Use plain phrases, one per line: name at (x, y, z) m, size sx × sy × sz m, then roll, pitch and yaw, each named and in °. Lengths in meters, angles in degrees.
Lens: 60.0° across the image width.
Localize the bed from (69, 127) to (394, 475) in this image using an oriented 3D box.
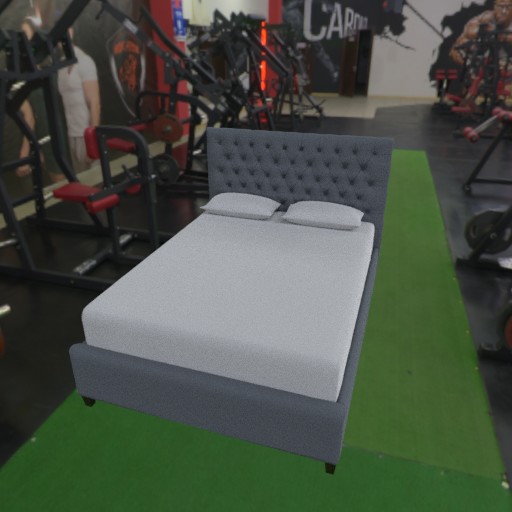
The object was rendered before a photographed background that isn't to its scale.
bed at (0.000, 0.000, 3.279) m, size 1.698 × 1.427 × 2.231 m, roll 8°, pitch 27°, yaw 17°
